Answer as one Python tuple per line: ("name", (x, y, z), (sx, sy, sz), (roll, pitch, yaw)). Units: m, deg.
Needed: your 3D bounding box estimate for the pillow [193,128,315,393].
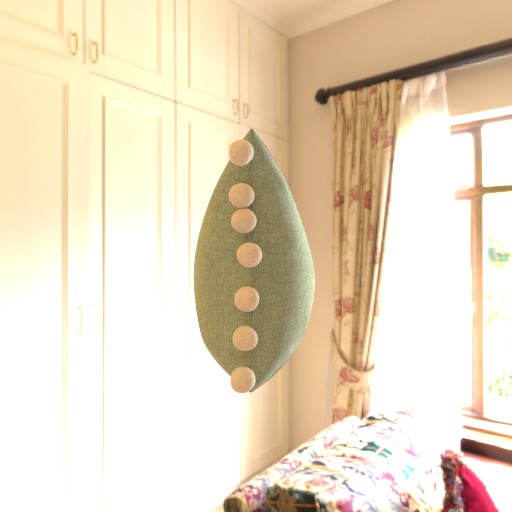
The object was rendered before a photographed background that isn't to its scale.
("pillow", (0.000, 0.000, 0.830), (0.201, 0.322, 0.709), (0, 0, 0))
